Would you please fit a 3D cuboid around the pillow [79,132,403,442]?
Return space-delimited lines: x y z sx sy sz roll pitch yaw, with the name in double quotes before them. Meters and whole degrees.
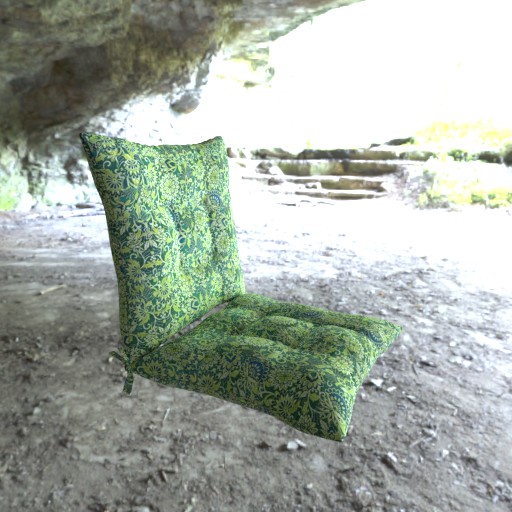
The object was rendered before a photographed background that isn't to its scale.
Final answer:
"pillow" 0.000 0.000 0.997 0.585 0.536 0.541 7 16 27
